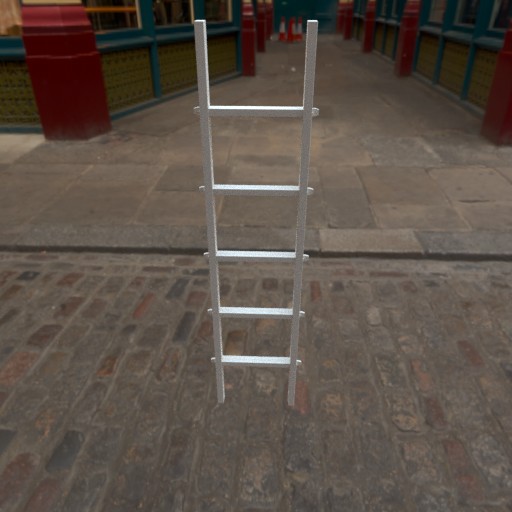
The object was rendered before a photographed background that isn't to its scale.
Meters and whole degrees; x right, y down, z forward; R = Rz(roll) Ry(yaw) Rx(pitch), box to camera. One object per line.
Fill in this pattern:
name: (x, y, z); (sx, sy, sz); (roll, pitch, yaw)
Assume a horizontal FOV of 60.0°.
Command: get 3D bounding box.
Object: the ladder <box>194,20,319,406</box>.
ladder: (0.000, 0.000, 1.915); (0.452, 1.797, 0.051); (1, 31, 2)
